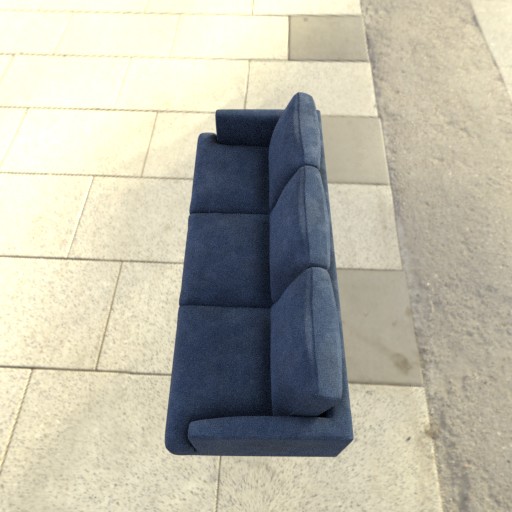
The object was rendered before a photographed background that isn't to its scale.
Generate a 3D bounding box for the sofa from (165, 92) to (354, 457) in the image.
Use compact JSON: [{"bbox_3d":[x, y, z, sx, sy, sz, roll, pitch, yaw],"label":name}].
[{"bbox_3d":[0.000,0.000,2.748,0.903,0.930,2.246,0,58,0],"label":"sofa"}]
